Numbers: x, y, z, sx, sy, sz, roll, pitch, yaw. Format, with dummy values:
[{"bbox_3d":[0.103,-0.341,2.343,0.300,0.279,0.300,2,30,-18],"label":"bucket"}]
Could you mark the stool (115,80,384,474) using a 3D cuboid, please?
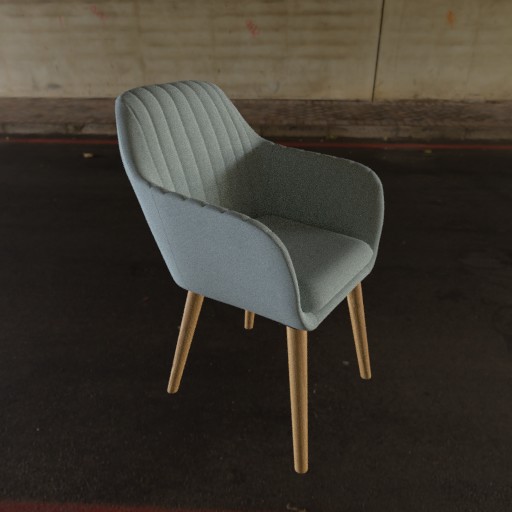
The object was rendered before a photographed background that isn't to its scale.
[{"bbox_3d":[0.000,0.000,1.182,0.590,0.830,0.503,18,32,31],"label":"stool"}]
